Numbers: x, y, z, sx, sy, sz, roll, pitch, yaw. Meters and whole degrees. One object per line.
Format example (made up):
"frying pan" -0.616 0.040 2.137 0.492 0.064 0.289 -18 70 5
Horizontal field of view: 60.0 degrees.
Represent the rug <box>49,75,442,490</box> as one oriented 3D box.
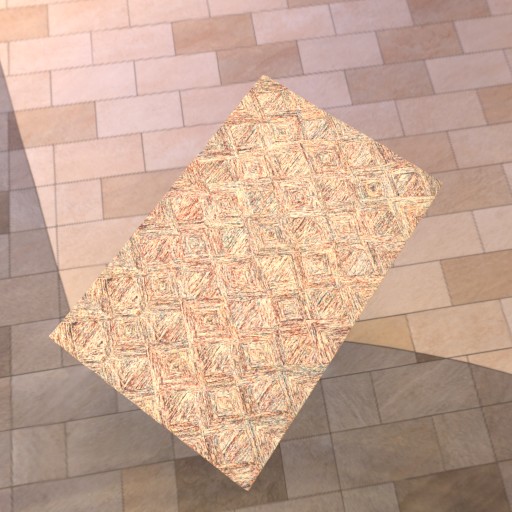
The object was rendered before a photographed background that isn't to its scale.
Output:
"rug" 0.000 0.000 2.177 1.143 0.014 1.761 34 77 9
